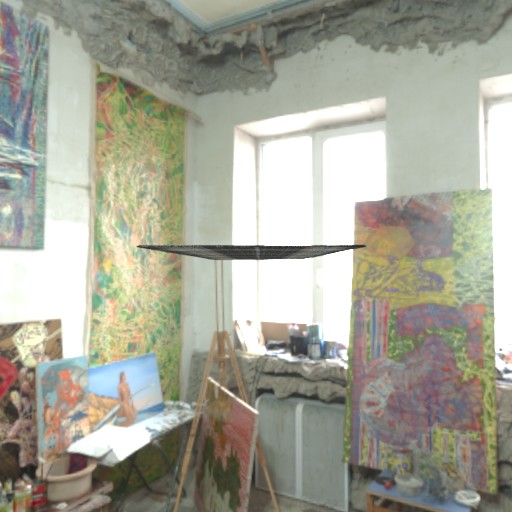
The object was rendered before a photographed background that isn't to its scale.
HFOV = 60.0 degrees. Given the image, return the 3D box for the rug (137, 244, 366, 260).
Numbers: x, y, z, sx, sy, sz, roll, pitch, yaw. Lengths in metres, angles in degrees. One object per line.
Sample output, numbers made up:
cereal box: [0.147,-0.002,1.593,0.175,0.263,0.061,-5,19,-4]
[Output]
rug: [0.000,0.000,2.668,0.760,0.012,2.434,0,-2,1]
